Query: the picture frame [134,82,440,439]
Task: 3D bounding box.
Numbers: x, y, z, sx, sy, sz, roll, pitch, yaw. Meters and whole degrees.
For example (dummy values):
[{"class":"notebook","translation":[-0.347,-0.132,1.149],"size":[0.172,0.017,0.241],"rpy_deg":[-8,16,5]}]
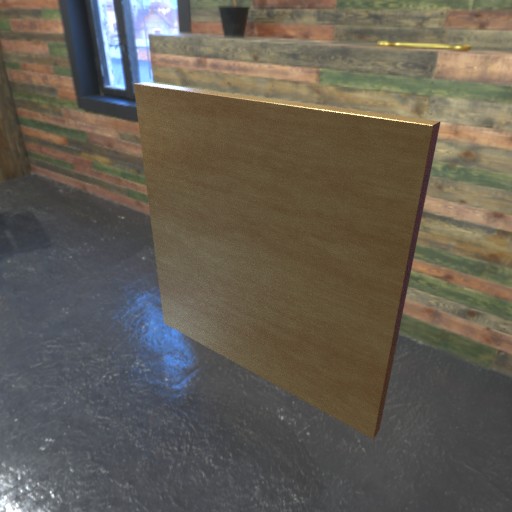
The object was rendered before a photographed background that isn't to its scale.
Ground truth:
[{"class":"picture frame","translation":[0.000,0.000,1.122],"size":[0.758,0.761,0.037],"rpy_deg":[21,35,32]}]
